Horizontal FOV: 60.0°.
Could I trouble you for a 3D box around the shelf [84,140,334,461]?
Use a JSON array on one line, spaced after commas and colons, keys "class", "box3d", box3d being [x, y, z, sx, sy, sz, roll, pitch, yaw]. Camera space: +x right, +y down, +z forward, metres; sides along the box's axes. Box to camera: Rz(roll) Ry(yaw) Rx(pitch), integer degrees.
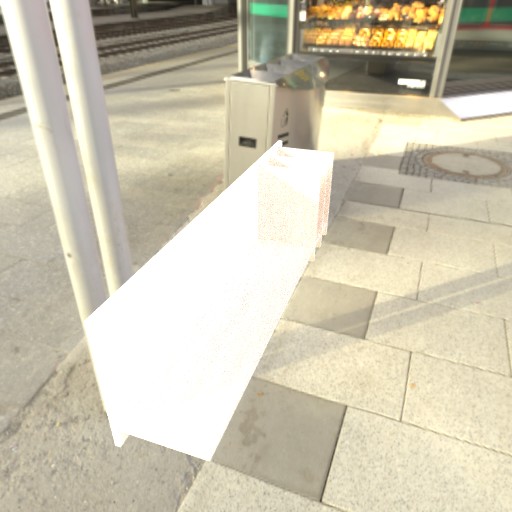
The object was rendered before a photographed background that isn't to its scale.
[{"class": "shelf", "box3d": [0.000, 0.000, 1.144, 0.200, 0.300, 1.020, 10, 32, 17]}]
